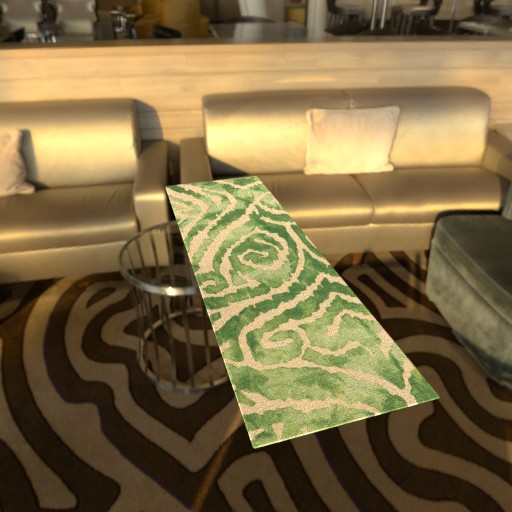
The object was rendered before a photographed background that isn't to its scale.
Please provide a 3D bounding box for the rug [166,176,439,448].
[{"bbox_3d":[0.000,0.000,2.632,0.761,0.006,2.438,-9,33,-14],"label":"rug"}]
